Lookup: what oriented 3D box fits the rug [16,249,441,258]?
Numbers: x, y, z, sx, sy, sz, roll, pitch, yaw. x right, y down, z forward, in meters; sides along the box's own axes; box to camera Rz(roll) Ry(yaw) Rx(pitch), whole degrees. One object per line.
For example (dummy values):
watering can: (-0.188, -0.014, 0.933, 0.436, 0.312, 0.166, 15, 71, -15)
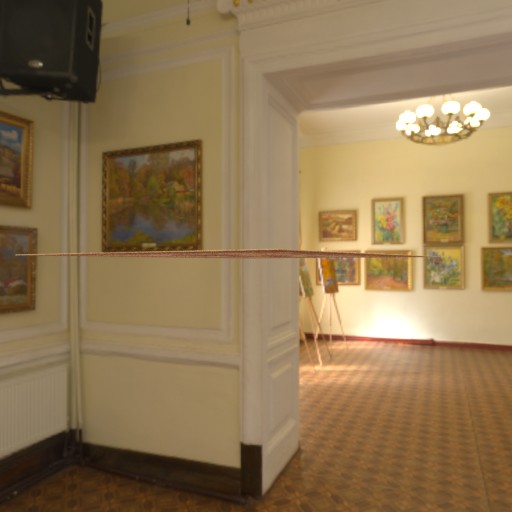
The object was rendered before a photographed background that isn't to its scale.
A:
rug: (0.000, 0.000, 4.001, 2.460, 0.005, 3.067, -1, -1, 36)
